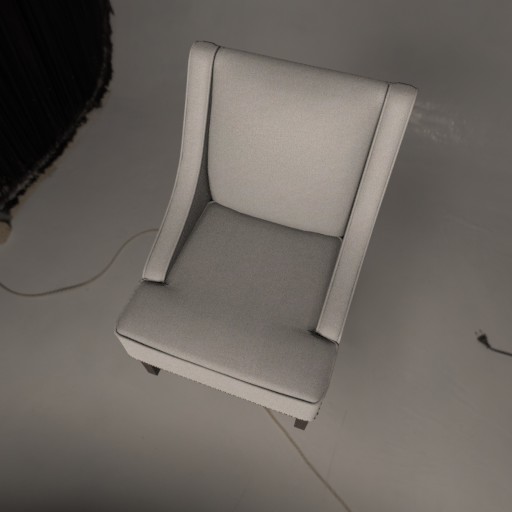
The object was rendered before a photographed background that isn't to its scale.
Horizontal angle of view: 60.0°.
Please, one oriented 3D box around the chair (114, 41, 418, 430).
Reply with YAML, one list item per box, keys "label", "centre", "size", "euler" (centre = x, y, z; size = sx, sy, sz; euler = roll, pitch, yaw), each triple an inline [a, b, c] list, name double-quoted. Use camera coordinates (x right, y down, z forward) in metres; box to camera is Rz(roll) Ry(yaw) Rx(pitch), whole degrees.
- label: "chair"
  centre: [0.000, 0.000, 1.356]
  size: [0.631, 0.867, 0.747]
  euler: [17, 59, 11]
